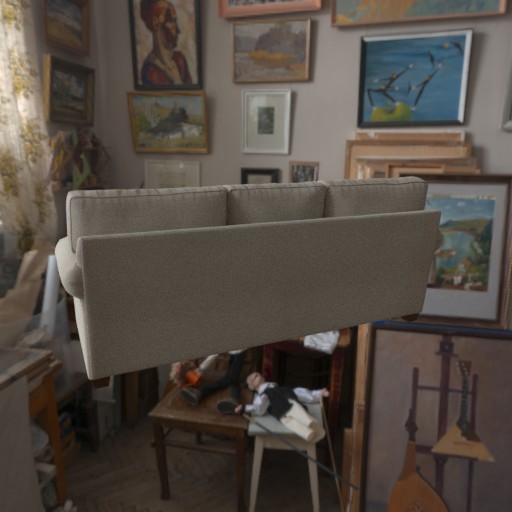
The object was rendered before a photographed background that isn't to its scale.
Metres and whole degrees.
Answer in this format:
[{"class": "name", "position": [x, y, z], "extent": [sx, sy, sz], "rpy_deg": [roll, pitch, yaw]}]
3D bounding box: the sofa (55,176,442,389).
[{"class": "sofa", "position": [0.000, 0.000, 2.822], "extent": [2.312, 0.975, 0.965], "rpy_deg": [-6, 15, -25]}]
